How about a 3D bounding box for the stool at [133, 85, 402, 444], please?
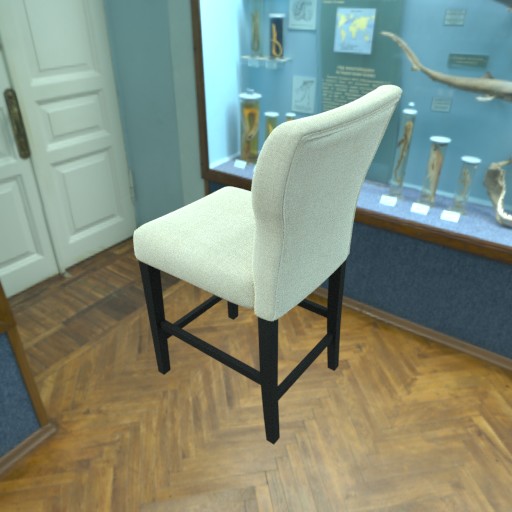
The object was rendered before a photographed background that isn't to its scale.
[{"bbox_3d":[0.000,0.000,1.341,0.603,0.972,0.514,21,37,31],"label":"stool"}]
